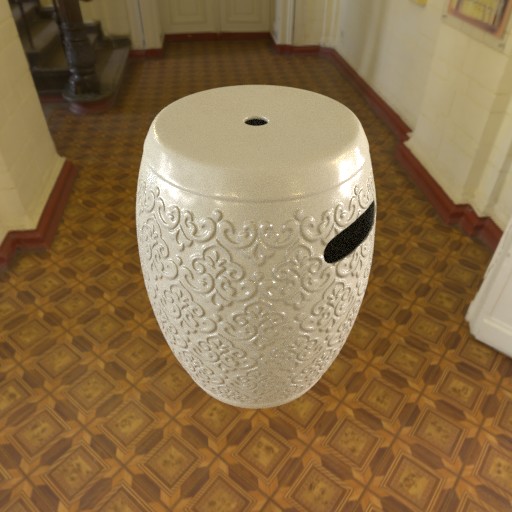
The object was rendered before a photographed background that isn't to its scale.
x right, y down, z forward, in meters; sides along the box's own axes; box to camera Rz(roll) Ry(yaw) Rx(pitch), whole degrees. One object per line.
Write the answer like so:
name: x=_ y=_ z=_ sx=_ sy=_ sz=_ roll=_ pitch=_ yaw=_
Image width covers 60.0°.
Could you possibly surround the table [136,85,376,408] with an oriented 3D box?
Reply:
table: x=0.000 y=0.000 z=0.618 sx=0.309 sy=0.397 sz=0.309 roll=0 pitch=40 yaw=0
